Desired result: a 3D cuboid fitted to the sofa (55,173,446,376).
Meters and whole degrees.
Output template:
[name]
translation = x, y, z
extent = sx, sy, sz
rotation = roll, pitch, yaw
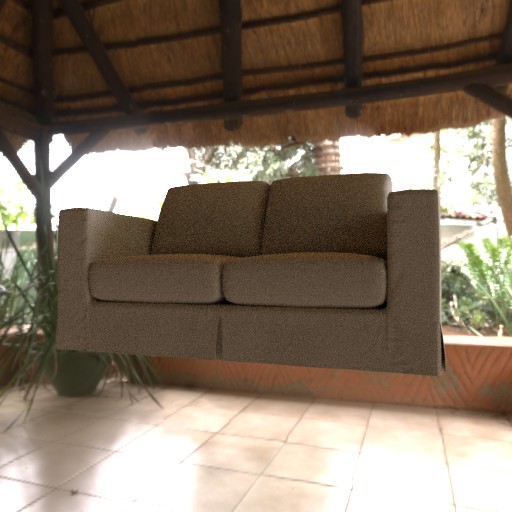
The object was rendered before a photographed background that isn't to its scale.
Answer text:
[sofa]
translation = 0.000, 0.000, 2.399
extent = 1.813, 0.932, 1.009
rotation = -1, -2, 19
